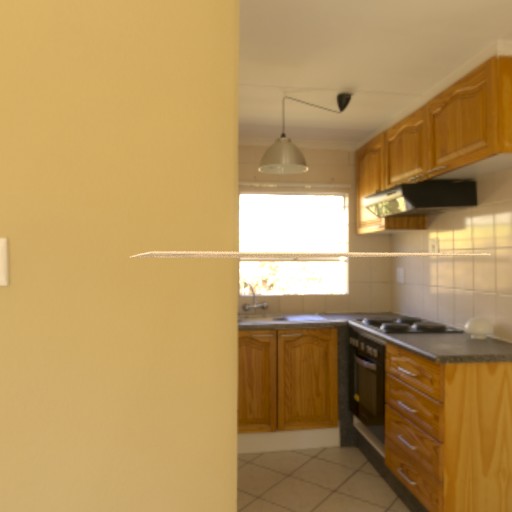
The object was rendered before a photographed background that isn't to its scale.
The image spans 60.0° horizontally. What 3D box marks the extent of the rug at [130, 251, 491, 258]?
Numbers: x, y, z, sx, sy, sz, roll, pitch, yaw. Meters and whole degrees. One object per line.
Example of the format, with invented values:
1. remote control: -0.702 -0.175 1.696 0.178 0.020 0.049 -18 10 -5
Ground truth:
1. rug: 0.000 0.000 2.870 1.522 0.008 2.284 0 -1 -18
